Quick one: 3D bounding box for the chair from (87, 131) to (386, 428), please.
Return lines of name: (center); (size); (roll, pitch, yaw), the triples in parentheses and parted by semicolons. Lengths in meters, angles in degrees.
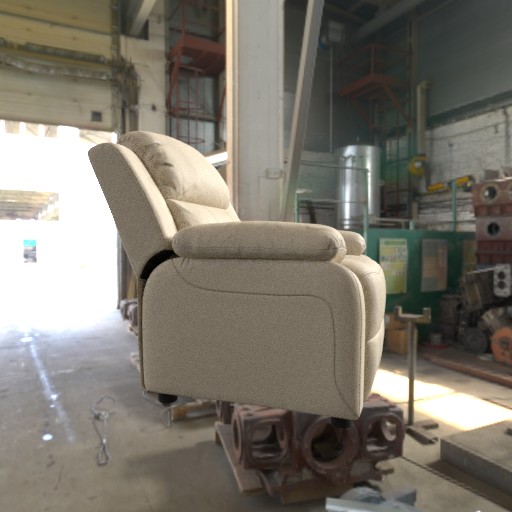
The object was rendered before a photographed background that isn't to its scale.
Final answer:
chair: (0.000, 0.000, 1.270); (0.709, 0.702, 0.680); (1, 2, 18)
